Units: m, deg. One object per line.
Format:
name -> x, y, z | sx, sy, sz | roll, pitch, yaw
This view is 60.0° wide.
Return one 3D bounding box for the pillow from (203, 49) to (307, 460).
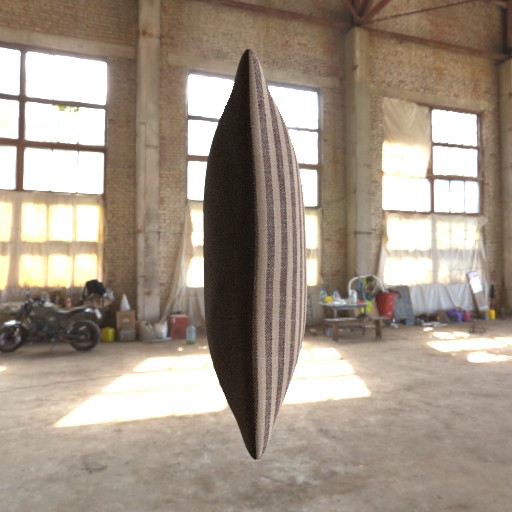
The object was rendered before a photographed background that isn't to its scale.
pillow -> 0.000, 0.000, 0.796 | 0.166, 0.506, 0.523 | 0, -2, 1
